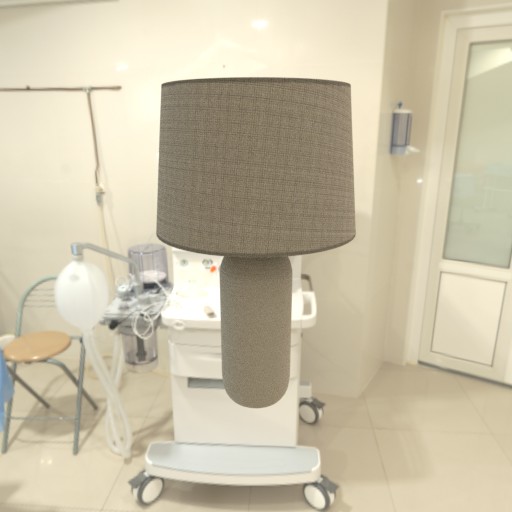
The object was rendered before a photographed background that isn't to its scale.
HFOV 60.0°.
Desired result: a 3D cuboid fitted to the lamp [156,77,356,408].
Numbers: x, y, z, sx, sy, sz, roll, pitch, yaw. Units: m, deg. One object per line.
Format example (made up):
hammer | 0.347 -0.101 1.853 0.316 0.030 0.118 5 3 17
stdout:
lamp | 0.000 0.000 0.849 0.367 0.609 0.367 0 17 0
